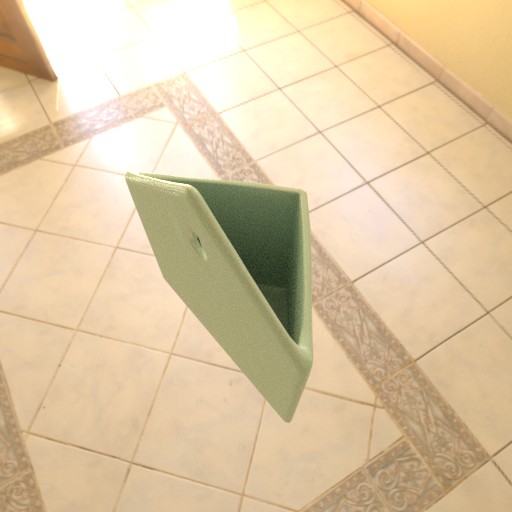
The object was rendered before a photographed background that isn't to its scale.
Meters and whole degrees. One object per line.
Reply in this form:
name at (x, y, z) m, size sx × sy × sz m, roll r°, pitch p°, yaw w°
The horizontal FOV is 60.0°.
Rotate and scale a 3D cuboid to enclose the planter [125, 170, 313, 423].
planter at (0.000, 0.000, 0.287) m, size 0.079 × 0.197 × 0.164 m, roll -36°, pitch 66°, yaw -19°
